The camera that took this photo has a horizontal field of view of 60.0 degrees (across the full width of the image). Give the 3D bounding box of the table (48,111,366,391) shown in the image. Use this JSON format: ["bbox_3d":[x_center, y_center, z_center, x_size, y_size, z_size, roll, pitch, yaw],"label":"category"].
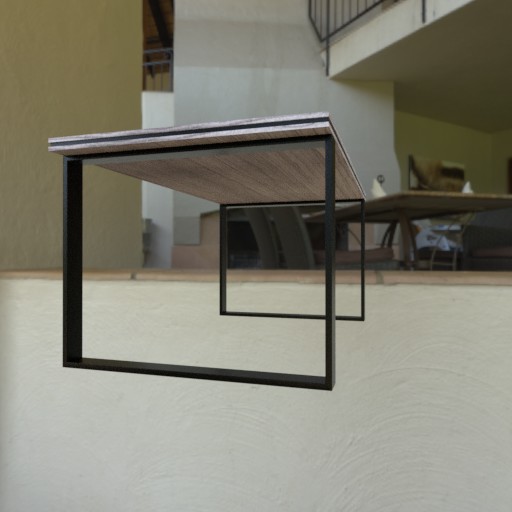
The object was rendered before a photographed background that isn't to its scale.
[{"bbox_3d":[0.000,0.000,2.019,0.881,0.736,1.579,0,0,17],"label":"table"}]
